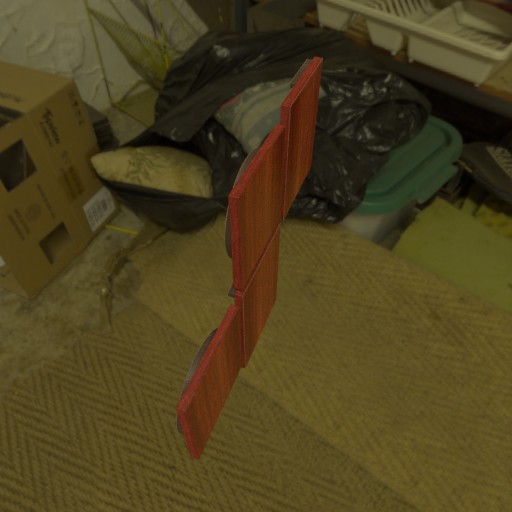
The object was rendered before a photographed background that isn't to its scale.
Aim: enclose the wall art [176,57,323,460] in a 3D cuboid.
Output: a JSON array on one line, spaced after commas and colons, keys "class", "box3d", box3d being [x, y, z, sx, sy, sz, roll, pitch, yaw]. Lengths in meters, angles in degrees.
[{"class": "wall art", "box3d": [0.000, 0.000, 0.839, 0.030, 0.497, 0.635, 16, 49, 14]}]
